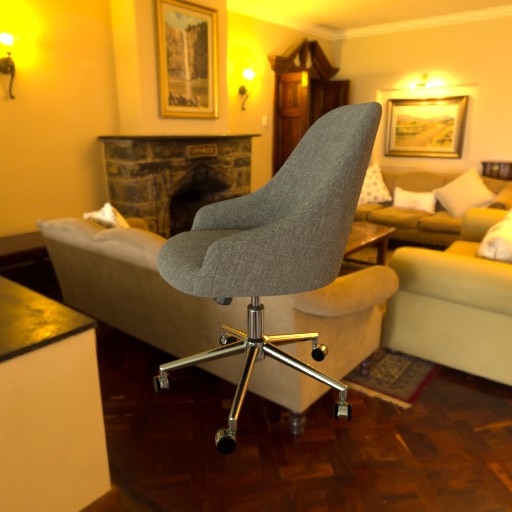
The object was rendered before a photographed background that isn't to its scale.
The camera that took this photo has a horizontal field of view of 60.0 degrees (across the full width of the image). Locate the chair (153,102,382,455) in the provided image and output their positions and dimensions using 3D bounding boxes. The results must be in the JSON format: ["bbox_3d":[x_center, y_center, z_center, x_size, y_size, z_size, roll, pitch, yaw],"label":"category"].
[{"bbox_3d":[0.000,0.000,1.448,0.712,0.950,0.671,-3,16,-10],"label":"chair"}]
